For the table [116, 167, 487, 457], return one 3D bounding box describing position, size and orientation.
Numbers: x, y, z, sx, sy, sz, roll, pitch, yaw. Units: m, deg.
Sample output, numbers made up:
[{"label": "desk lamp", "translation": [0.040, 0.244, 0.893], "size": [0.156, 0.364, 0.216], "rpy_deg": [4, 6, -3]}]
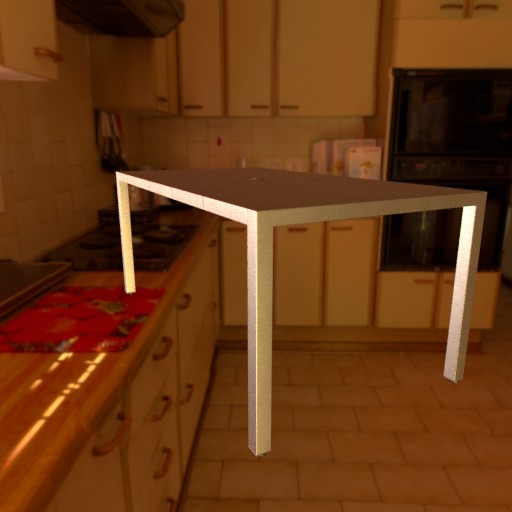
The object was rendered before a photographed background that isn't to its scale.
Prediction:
[{"label": "table", "translation": [0.000, 0.000, 2.129], "size": [0.914, 0.735, 1.680], "rpy_deg": [-8, 16, -28]}]
